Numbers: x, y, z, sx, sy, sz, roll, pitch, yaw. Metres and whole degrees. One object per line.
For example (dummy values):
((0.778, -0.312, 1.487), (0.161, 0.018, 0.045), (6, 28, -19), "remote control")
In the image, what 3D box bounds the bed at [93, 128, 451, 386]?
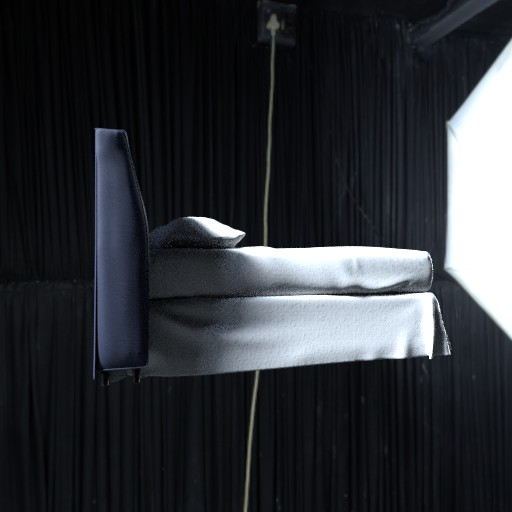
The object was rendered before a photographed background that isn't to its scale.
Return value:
((0.000, 0.000, 3.446), (2.276, 1.332, 1.925), (0, 0, -17), "bed")
